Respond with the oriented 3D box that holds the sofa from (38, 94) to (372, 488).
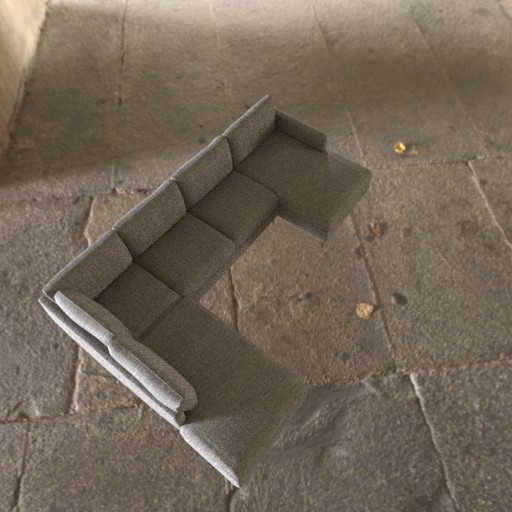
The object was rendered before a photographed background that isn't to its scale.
[{"bbox_3d":[0.000,0.000,3.559,1.879,0.756,2.737,33,64,19],"label":"sofa"}]
